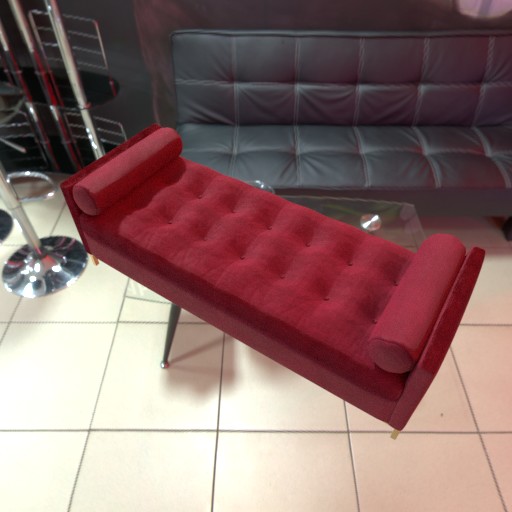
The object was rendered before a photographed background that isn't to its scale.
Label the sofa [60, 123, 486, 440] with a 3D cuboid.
[{"bbox_3d":[0.000,0.000,2.450,2.102,0.705,0.796,26,52,22],"label":"sofa"}]
